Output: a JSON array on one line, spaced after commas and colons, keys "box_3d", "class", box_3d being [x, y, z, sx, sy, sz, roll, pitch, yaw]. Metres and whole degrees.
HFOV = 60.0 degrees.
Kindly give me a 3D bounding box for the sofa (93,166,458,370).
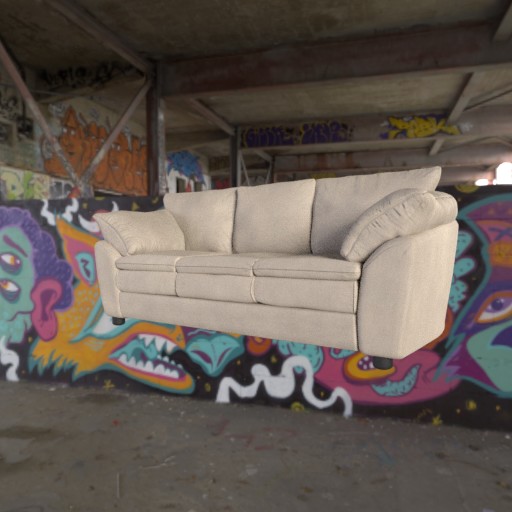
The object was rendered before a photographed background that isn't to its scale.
[{"box_3d": [0.000, 0.000, 2.838, 2.334, 0.996, 0.878, 1, 2, 36], "class": "sofa"}]
